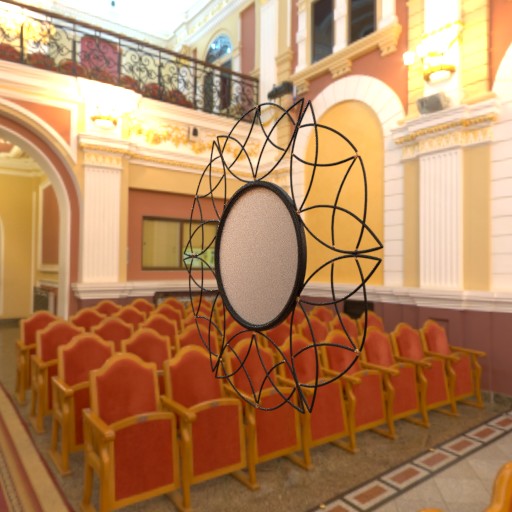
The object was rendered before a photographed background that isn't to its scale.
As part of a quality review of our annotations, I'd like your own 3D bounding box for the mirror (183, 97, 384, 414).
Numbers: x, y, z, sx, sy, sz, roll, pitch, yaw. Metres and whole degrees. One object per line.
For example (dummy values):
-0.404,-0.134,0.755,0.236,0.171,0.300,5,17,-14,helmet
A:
0.000,0.000,1.129,0.028,0.775,0.797,1,-1,-36,mirror
